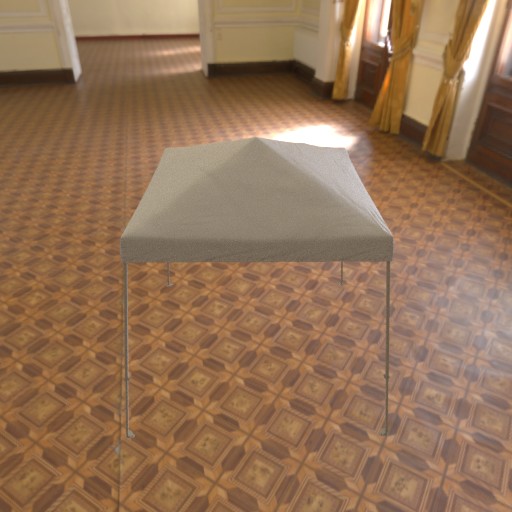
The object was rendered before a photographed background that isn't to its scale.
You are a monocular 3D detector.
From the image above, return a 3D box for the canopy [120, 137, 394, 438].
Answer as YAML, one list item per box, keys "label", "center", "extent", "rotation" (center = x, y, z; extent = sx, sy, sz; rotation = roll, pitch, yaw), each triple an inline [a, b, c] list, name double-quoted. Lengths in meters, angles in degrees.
- label: "canopy"
  center: [0.000, 0.000, 6.643]
  extent: [3.599, 3.600, 3.600]
  rotation: [0, 32, 0]
